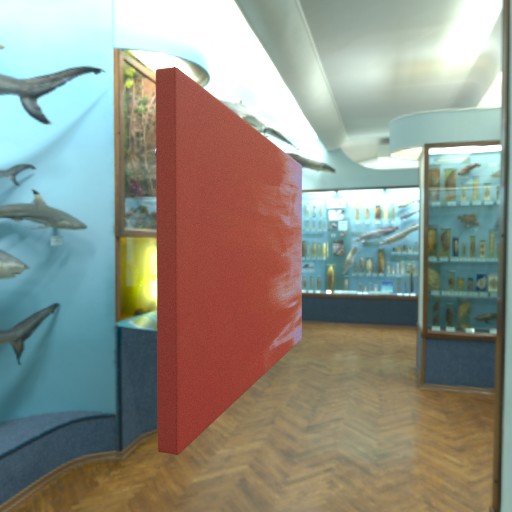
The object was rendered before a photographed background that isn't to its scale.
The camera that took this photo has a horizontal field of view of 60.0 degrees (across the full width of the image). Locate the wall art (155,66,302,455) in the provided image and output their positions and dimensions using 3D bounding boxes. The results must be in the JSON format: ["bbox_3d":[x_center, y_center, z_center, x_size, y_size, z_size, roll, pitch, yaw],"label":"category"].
[{"bbox_3d":[0.000,0.000,1.128,0.040,0.609,0.913,0,2,18],"label":"wall art"}]
